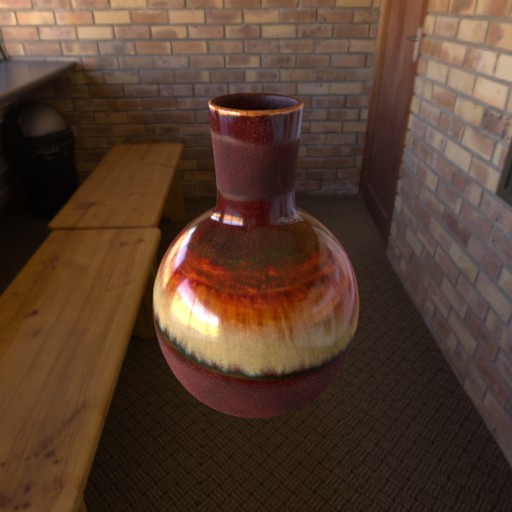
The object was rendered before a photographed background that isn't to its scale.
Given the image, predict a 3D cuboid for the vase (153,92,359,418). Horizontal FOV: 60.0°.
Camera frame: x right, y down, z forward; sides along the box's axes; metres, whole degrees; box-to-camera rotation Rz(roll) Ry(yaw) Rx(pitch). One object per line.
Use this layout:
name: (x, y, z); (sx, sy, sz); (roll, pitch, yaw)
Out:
vase: (0.000, 0.000, 0.229); (0.111, 0.154, 0.111); (0, 30, 0)
